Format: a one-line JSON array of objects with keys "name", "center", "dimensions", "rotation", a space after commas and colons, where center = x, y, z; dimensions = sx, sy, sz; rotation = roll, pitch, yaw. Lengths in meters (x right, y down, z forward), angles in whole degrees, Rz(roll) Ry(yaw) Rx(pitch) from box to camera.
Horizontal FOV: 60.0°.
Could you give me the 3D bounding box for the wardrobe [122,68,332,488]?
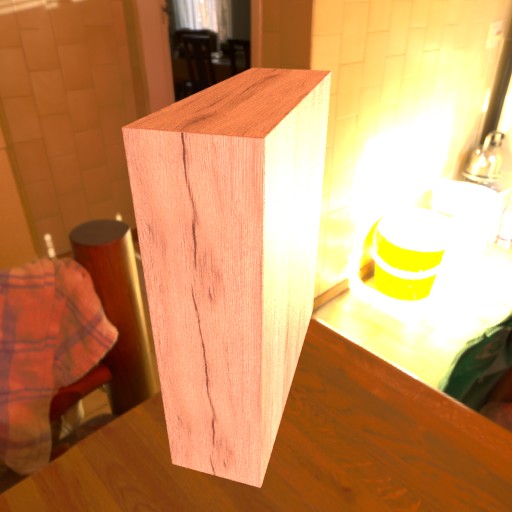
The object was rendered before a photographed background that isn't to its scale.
[{"name": "wardrobe", "center": [0.000, 0.000, 2.923], "dimensions": [0.580, 2.070, 1.810], "rotation": [8, 31, 14]}]
